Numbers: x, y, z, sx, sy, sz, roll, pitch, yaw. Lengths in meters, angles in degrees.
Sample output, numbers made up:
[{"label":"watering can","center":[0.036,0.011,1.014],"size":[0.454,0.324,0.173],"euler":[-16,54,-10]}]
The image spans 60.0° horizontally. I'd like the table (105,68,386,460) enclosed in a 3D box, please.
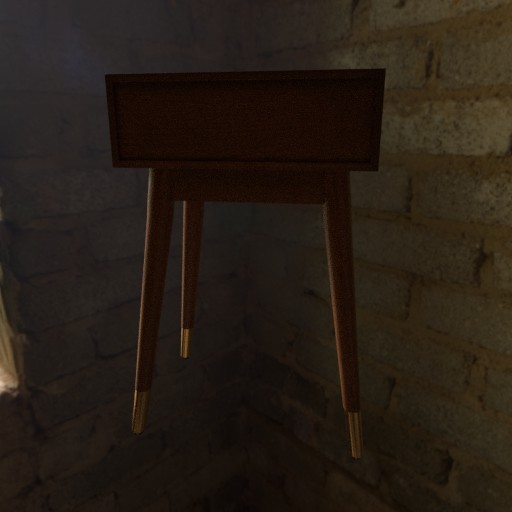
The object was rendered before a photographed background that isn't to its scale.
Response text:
[{"label":"table","center":[0.000,0.000,0.816],"size":[0.406,0.599,0.300],"euler":[3,16,9]}]
